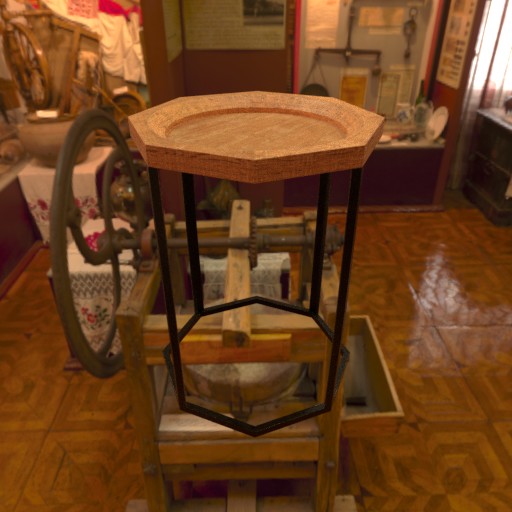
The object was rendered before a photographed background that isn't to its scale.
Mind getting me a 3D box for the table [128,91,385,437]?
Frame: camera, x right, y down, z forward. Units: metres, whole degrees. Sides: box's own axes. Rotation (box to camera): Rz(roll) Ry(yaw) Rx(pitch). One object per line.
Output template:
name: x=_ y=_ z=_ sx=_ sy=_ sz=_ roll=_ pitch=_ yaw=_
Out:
table: x=0.000 y=0.000 z=0.897 sx=0.437 sy=0.553 sz=0.437 roll=0 pitch=31 yaw=0
